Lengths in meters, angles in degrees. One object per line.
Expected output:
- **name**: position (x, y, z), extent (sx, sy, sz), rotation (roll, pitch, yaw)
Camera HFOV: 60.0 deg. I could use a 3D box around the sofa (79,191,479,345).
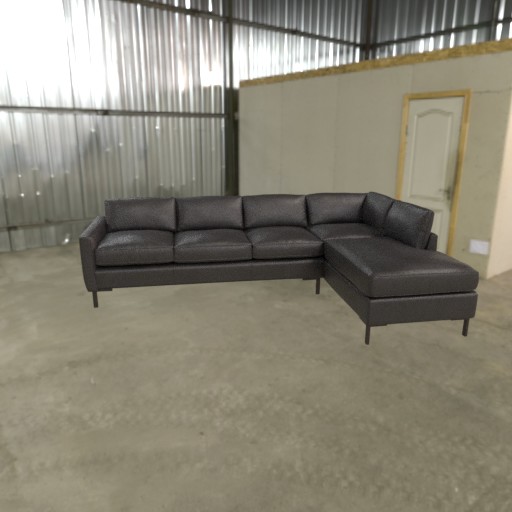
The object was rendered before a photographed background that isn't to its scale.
- **sofa**: position (0.000, 0.000, 3.876), extent (2.984, 0.877, 1.938), rotation (-3, 16, -9)
